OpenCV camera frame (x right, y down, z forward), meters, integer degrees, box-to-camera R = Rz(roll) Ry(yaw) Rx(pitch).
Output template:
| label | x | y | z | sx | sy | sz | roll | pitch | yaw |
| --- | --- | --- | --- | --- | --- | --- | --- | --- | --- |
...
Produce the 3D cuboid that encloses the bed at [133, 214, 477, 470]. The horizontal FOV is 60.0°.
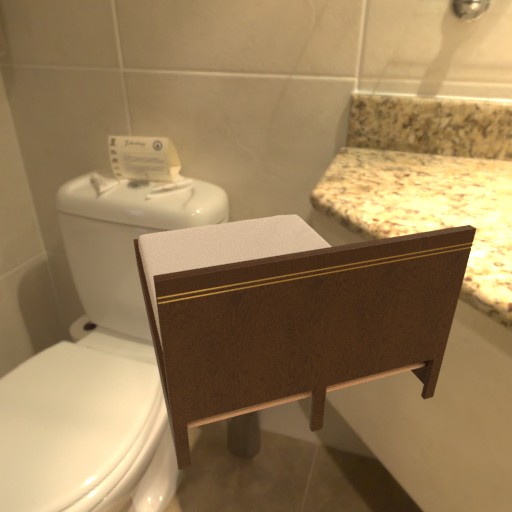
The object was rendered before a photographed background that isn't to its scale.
| label | x | y | z | sx | sy | sz | roll | pitch | yaw |
| --- | --- | --- | --- | --- | --- | --- | --- | --- | --- |
| bed | 0.000 | 0.000 | 3.222 | 1.613 | 1.169 | 2.221 | -9 | 29 | -16 |
